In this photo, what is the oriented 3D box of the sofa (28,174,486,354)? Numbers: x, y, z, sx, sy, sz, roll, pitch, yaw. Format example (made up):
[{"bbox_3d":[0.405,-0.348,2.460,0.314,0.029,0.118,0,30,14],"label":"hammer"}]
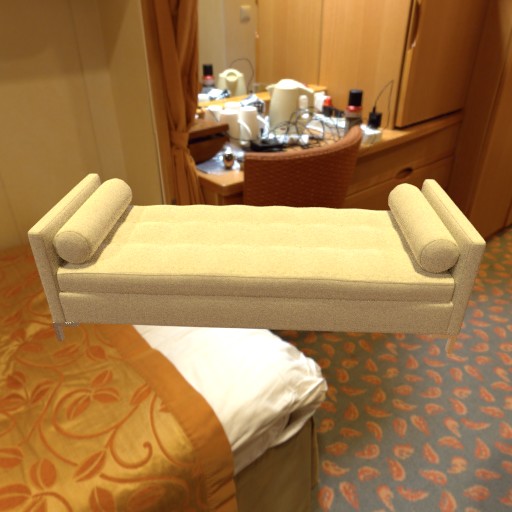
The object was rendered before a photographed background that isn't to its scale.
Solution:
[{"bbox_3d":[0.000,0.000,2.482,2.102,0.655,0.797,1,31,2],"label":"sofa"}]
